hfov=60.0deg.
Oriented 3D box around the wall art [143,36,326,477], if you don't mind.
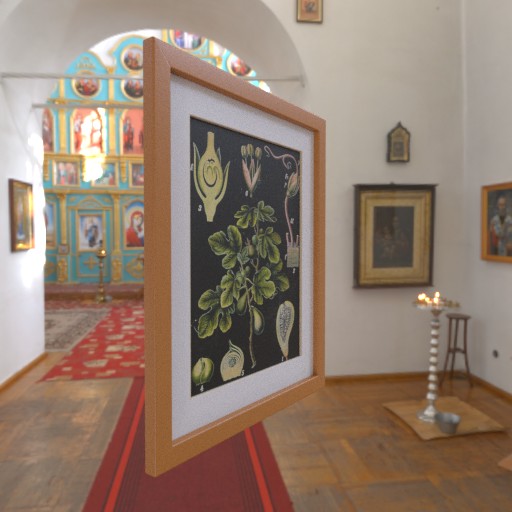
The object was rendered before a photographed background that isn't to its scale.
[{"bbox_3d":[0.000,0.000,0.741,0.022,0.553,0.452,1,2,37],"label":"wall art"}]
